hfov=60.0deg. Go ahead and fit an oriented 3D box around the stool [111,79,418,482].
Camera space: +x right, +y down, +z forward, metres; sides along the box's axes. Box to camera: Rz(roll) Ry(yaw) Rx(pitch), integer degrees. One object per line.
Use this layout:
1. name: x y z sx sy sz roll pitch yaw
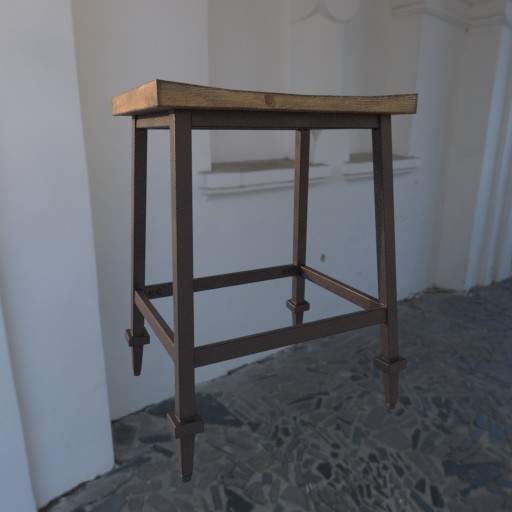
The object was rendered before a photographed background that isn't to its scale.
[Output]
1. stool: 0.000 0.000 0.915 0.486 0.625 0.405 -8 17 -26
